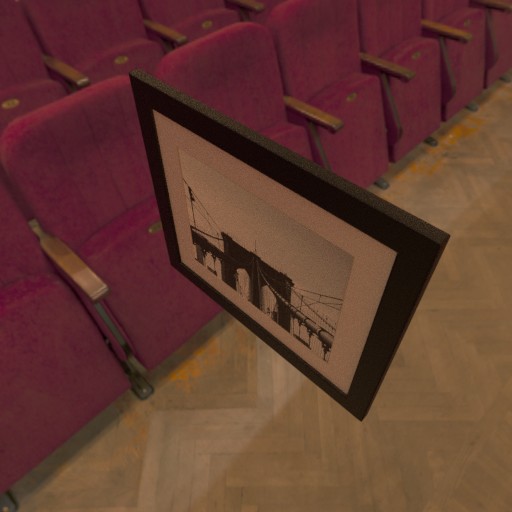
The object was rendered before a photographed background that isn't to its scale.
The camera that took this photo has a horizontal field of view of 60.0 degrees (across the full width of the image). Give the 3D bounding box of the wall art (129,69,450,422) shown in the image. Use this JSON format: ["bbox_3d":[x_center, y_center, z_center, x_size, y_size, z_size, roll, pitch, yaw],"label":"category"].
[{"bbox_3d":[0.000,0.000,0.726,0.521,0.450,0.018,35,57,27],"label":"wall art"}]
